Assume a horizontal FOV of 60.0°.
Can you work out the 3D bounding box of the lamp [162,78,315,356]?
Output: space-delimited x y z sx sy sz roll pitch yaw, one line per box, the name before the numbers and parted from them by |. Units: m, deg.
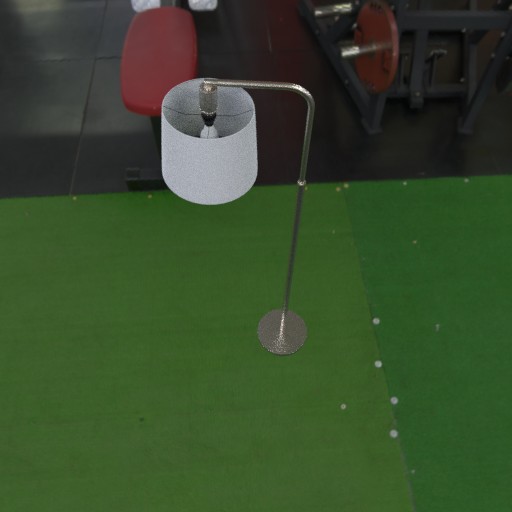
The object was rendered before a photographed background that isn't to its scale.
lamp | 0.000 0.000 1.602 0.508 1.478 0.254 -1 58 -1
